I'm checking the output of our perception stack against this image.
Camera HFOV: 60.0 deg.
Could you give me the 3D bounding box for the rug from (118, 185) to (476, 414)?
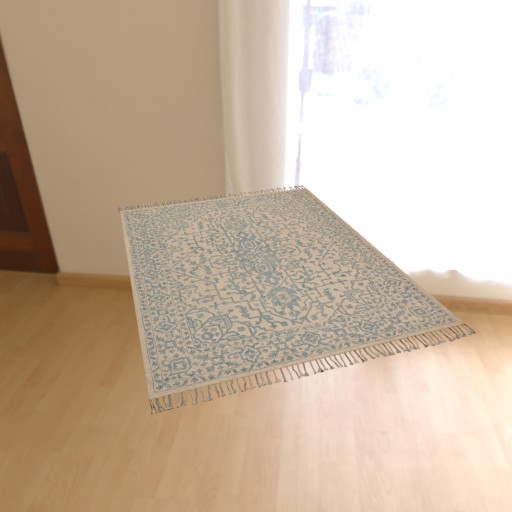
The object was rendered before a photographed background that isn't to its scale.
[{"bbox_3d":[0.000,0.000,4.402,2.464,0.010,3.327,-9,31,-16],"label":"rug"}]
